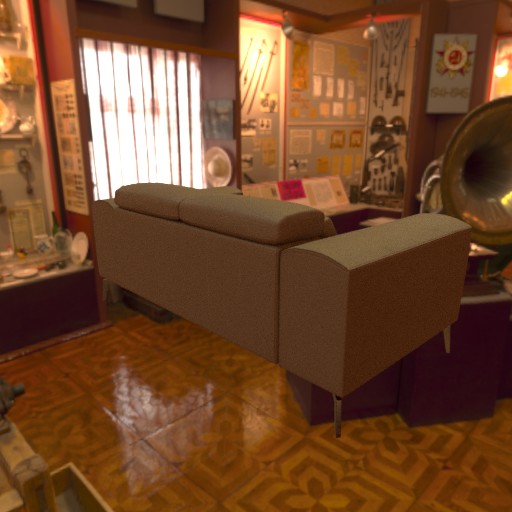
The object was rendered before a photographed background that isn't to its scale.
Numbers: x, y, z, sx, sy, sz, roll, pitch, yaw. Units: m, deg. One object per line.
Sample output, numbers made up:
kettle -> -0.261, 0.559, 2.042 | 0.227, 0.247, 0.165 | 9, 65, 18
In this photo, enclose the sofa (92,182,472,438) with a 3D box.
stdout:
sofa -> 0.000, 0.000, 2.422 | 1.003, 0.779, 1.895 | -15, 21, -42
